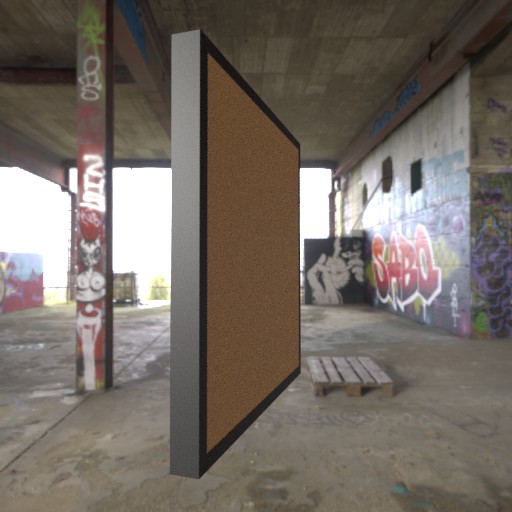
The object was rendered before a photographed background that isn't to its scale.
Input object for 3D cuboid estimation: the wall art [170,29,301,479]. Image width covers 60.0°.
[{"bbox_3d":[0.000,0.000,0.743,0.037,0.506,0.506,0,-1,19],"label":"wall art"}]
